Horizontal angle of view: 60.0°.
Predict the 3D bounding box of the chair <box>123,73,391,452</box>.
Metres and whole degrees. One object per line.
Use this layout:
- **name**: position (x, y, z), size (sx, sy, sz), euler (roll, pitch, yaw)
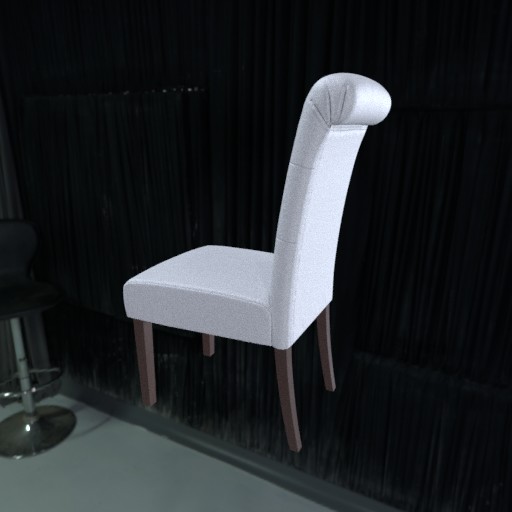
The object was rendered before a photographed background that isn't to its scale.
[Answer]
- **chair**: position (0.000, 0.000, 1.363), size (0.671, 1.006, 0.456), euler (8, 18, 25)
